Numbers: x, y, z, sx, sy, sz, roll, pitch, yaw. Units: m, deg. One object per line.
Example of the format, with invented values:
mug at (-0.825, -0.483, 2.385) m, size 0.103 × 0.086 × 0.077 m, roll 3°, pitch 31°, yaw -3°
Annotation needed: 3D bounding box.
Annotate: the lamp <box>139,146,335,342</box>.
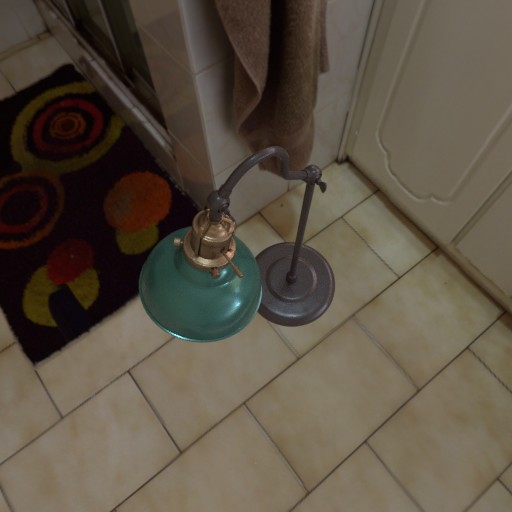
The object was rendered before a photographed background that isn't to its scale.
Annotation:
lamp at (0.000, 0.000, 0.703) m, size 0.374 × 0.508 × 0.192 m, roll -33°, pitch 69°, yaw -14°
